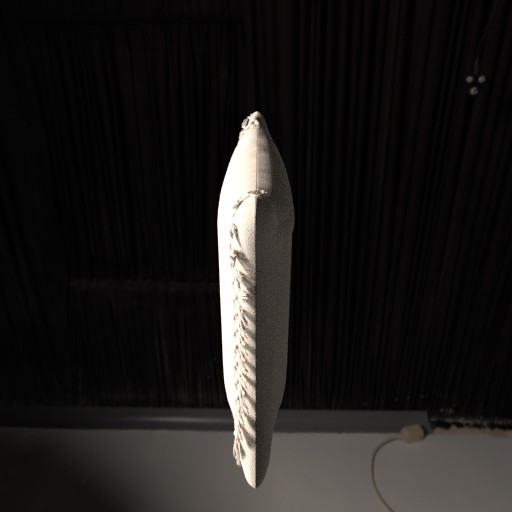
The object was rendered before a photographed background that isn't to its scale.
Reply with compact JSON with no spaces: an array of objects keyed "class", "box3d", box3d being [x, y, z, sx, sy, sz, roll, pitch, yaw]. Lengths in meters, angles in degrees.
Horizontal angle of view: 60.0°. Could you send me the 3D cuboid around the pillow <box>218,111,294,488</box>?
[{"class":"pillow","box3d":[0.000,0.000,0.578,0.084,0.305,0.466,0,26,0]}]
